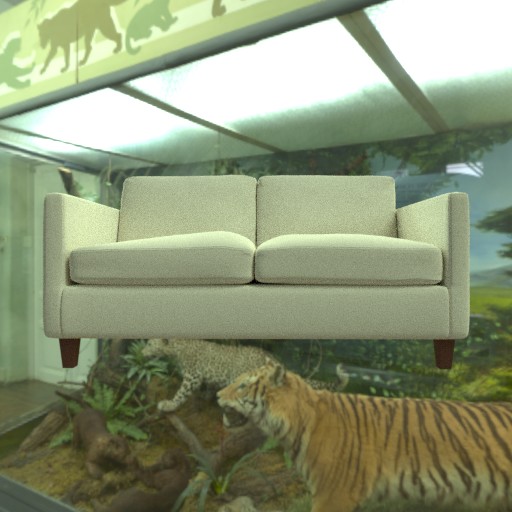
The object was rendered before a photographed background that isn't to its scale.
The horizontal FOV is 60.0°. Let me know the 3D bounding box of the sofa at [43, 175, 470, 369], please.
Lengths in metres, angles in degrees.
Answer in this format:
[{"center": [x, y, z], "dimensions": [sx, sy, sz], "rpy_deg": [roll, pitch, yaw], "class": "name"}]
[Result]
[{"center": [0.000, 0.000, 2.185], "dimensions": [1.702, 0.888, 0.964], "rpy_deg": [0, 0, 1], "class": "sofa"}]
